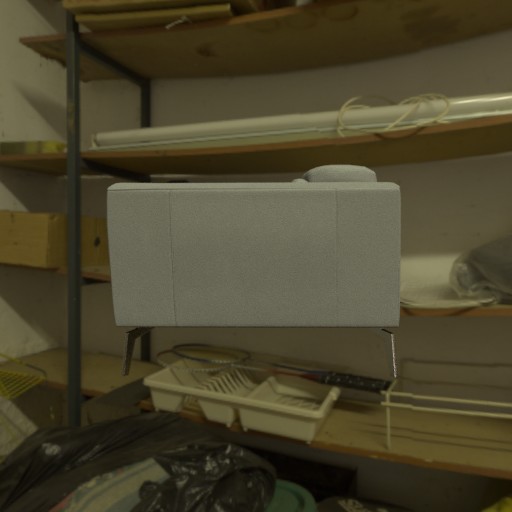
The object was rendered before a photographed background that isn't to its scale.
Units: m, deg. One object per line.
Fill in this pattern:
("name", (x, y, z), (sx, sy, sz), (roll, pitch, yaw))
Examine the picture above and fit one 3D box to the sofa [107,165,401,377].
("sofa", (0.000, 0.000, 2.393), (1.003, 0.779, 1.895), (0, 1, 1))
